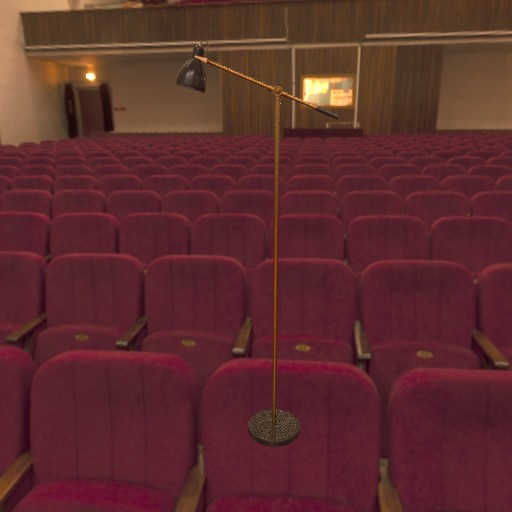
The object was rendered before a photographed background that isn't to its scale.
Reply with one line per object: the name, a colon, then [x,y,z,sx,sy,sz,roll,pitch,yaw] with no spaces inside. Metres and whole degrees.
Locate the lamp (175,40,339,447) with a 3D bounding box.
lamp: [0.000,0.000,1.817,0.618,1.628,0.235,2,15,7]
